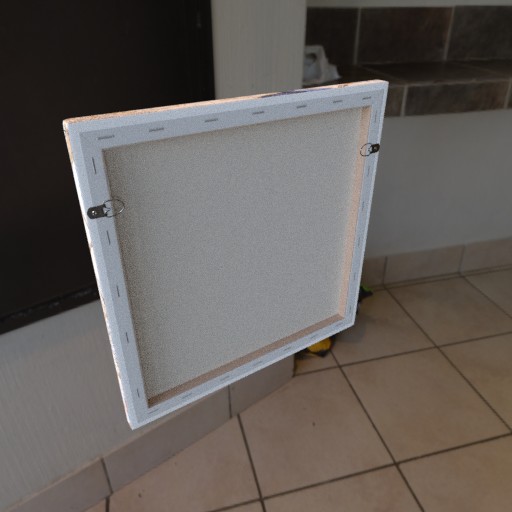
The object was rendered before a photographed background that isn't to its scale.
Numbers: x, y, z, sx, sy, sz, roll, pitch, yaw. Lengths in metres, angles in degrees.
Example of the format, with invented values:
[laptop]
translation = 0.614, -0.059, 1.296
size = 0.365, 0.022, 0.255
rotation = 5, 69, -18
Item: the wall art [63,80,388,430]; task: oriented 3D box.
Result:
[wall art]
translation = 0.000, 0.000, 1.328
size = 0.912, 0.914, 0.039
rotation = -18, 35, -28
